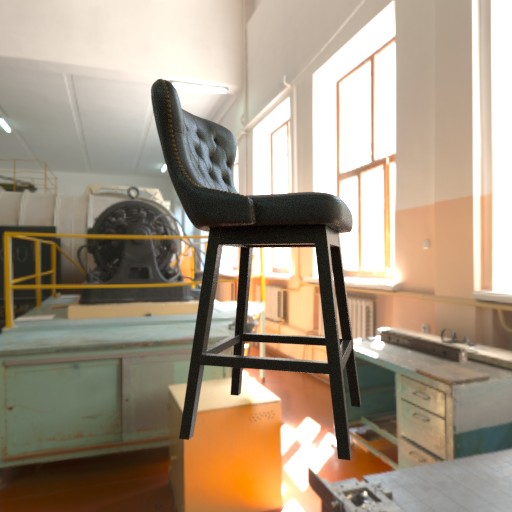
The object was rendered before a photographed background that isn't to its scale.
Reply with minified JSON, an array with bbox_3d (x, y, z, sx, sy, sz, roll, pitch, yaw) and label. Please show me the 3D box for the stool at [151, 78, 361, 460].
[{"bbox_3d":[0.000,0.000,1.339,0.593,0.971,0.528,0,-1,17],"label":"stool"}]
